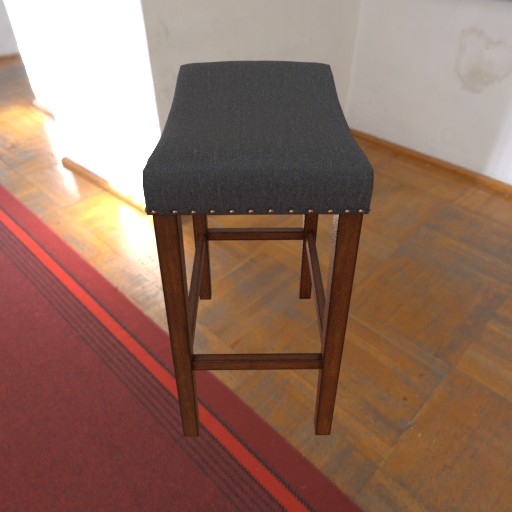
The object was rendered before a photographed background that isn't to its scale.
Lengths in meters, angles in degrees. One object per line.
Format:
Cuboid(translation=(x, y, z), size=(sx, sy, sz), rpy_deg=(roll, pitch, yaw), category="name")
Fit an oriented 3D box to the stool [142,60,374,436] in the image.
Cuboid(translation=(0.000, 0.000, 1.051), size=(0.366, 0.760, 0.502), rpy_deg=(0, 41, 0), category="stool")
